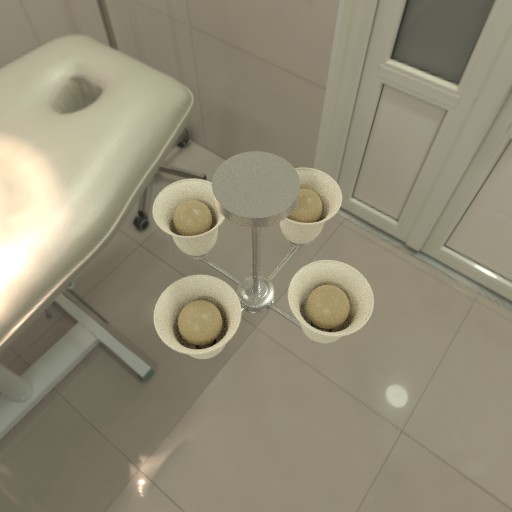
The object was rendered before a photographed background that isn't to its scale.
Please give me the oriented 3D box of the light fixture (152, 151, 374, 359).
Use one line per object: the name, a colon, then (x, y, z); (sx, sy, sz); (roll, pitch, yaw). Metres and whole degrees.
light fixture: (0.000, 0.000, 0.759); (0.427, 0.370, 0.427); (33, 63, 19)
